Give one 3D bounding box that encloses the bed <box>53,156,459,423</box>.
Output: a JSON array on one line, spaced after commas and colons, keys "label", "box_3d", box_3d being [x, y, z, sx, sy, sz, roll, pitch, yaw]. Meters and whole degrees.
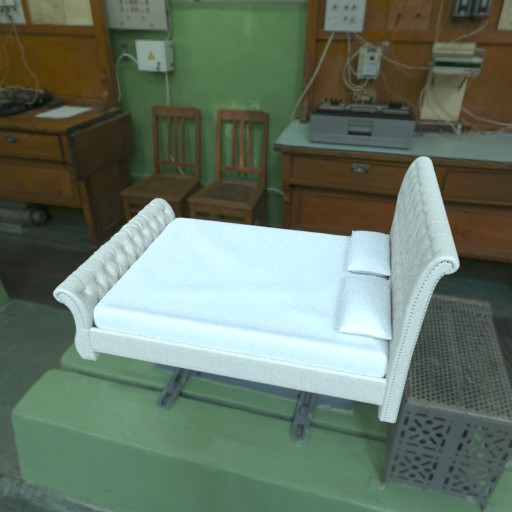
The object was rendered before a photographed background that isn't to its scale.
[{"label": "bed", "box_3d": [0.000, 0.000, 3.431, 2.493, 1.268, 1.606, 7, 32, 12]}]
